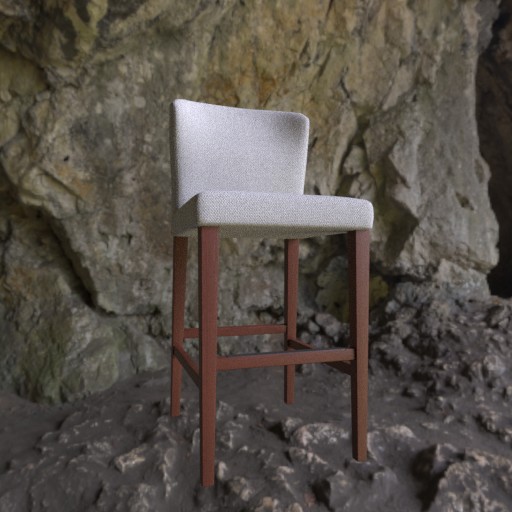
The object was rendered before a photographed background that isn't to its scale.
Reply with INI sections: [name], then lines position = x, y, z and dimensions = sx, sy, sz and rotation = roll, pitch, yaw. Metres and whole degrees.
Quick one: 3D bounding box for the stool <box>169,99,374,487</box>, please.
[stool]
position = 0.000, 0.000, 1.333
dimensions = 0.481, 1.069, 0.568
rotation = 0, -1, -19
